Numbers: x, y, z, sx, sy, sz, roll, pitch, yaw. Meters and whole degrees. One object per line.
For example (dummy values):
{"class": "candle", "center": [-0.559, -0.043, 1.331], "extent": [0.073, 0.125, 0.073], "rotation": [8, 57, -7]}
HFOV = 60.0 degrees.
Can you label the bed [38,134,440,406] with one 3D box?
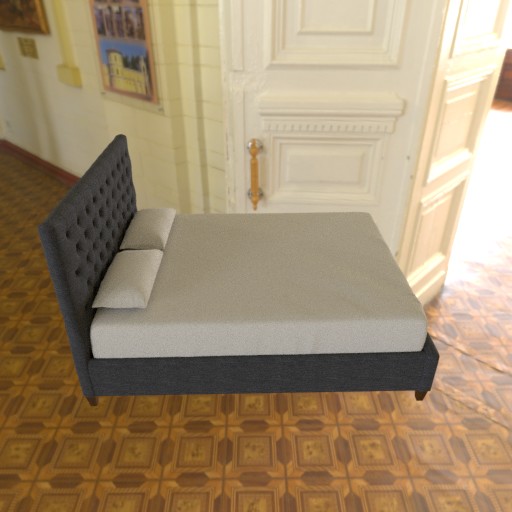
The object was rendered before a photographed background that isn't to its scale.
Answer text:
{"class": "bed", "center": [0.000, 0.000, 3.426], "extent": [2.387, 1.427, 1.698], "rotation": [-1, 32, -1]}
